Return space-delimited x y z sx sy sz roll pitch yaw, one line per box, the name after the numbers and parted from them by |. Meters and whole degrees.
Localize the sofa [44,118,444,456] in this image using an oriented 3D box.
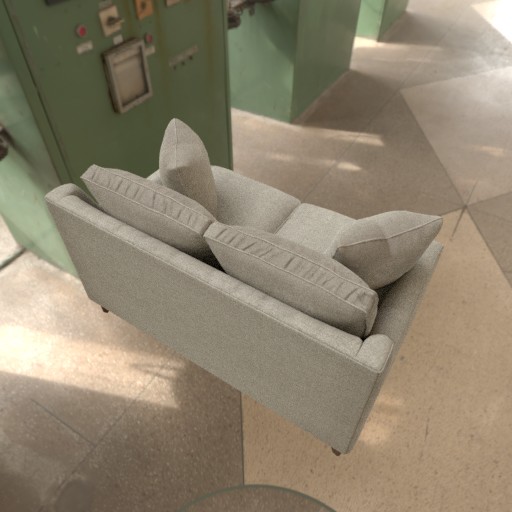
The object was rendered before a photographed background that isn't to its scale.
0.000 0.000 1.982 1.422 0.863 0.915 25 52 22 | sofa
